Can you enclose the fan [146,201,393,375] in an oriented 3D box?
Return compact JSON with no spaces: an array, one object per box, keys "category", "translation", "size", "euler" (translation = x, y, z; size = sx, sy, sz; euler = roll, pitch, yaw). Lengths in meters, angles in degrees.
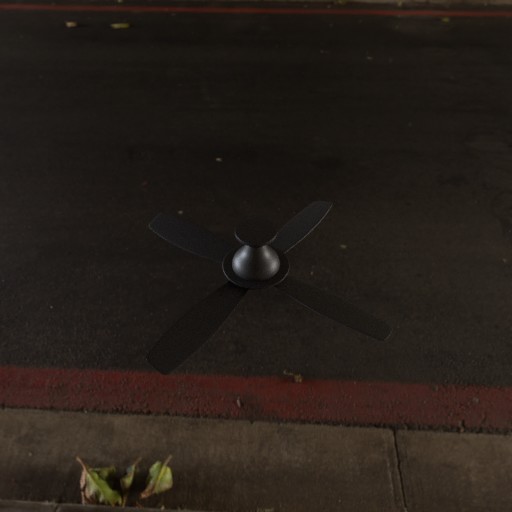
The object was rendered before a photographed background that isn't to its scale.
[{"category":"fan","translation":[0.000,0.000,2.578],"size":[1.694,0.382,1.694],"euler":[26,48,25]}]
